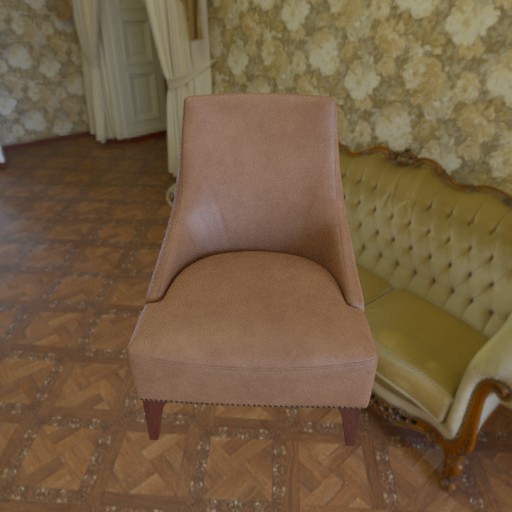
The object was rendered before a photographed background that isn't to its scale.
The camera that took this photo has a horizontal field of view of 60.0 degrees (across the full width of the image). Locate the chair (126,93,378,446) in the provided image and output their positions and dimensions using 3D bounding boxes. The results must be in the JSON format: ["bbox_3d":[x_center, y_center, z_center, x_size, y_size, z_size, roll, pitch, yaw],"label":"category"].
[{"bbox_3d":[0.000,0.000,1.502,0.701,0.909,0.861,1,31,2],"label":"chair"}]
